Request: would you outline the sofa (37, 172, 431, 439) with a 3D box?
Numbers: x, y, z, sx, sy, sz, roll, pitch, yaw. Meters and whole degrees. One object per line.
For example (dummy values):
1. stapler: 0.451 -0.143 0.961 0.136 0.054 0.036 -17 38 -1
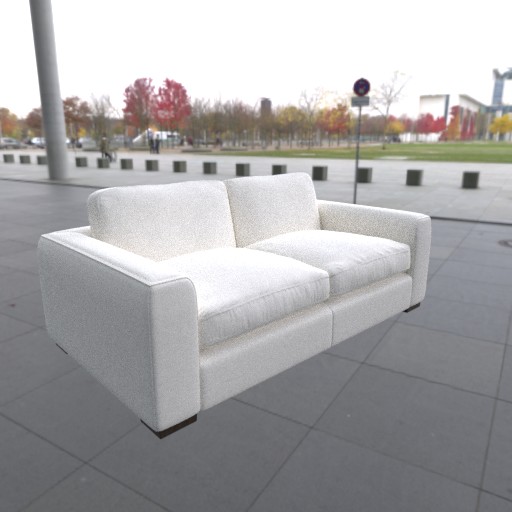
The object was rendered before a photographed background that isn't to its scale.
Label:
1. sofa: 0.000 0.000 2.404 1.920 0.801 1.069 -14 20 -41
